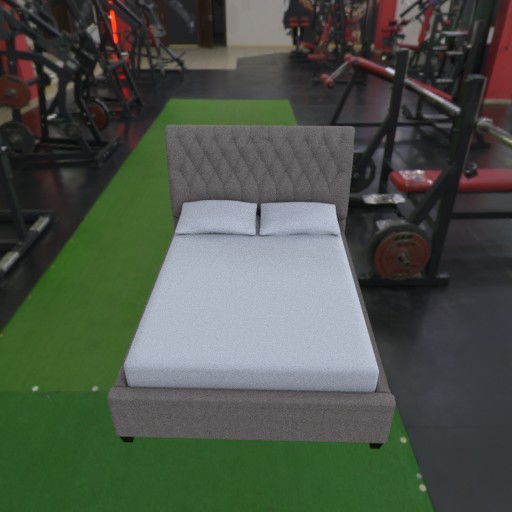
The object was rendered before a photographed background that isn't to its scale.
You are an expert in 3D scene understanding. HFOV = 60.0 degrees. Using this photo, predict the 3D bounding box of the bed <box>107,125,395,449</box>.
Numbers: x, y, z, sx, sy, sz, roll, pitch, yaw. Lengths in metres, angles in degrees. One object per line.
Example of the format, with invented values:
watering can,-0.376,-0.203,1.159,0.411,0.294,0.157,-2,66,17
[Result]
bed,0.000,0.000,3.307,1.645,1.371,2.252,1,31,1
